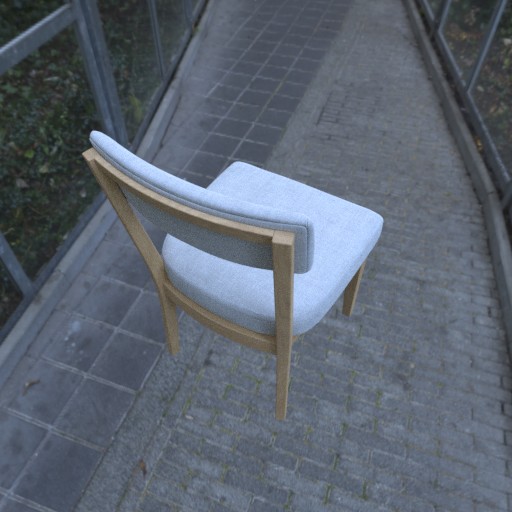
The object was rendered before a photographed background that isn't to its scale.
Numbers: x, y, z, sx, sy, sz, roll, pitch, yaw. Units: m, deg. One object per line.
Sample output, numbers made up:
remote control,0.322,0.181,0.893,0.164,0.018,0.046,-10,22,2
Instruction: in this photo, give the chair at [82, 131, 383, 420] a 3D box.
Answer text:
chair,0.000,0.000,1.192,0.508,0.832,0.572,25,52,21
